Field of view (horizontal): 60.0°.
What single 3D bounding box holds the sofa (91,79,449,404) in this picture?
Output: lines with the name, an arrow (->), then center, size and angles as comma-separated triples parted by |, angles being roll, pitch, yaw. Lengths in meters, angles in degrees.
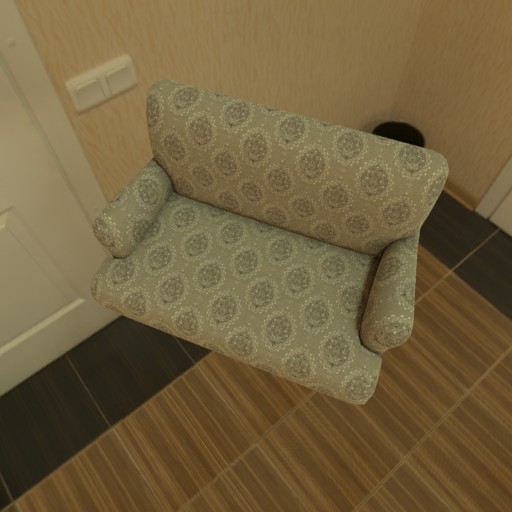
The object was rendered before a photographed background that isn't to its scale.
sofa -> 0.000, 0.000, 1.842 | 1.297, 0.889, 0.779 | 19, 61, 11
